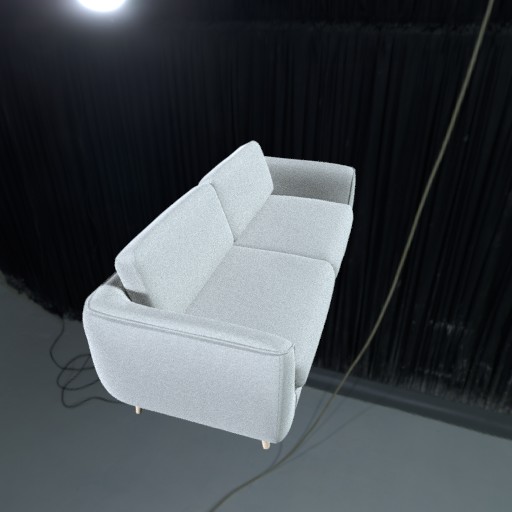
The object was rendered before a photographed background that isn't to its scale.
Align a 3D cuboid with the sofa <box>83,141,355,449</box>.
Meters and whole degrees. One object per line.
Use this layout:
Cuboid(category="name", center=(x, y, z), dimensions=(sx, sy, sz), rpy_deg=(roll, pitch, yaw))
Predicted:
Cuboid(category="sofa", center=(0.000, 0.000, 2.485), dimensions=(0.920, 0.850, 2.000), rpy_deg=(9, 32, 15))
